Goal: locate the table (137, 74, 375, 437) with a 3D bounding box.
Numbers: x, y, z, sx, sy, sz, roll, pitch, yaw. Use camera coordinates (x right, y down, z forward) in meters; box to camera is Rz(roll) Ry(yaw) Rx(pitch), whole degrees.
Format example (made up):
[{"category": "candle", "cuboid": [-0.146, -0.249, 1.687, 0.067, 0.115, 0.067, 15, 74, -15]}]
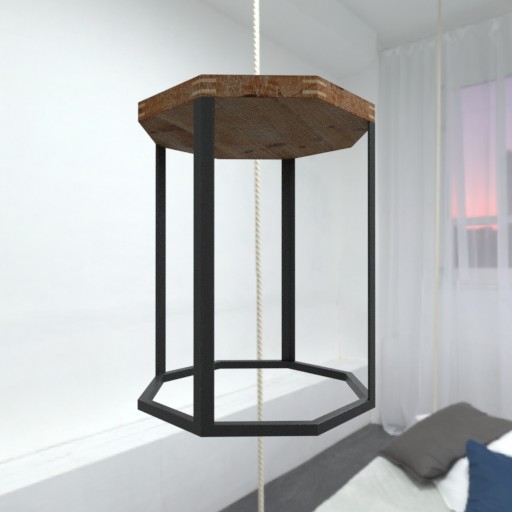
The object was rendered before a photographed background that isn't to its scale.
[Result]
[{"category": "table", "cuboid": [0.000, 0.000, 0.877, 0.458, 0.543, 0.458, 0, 0, 21]}]
